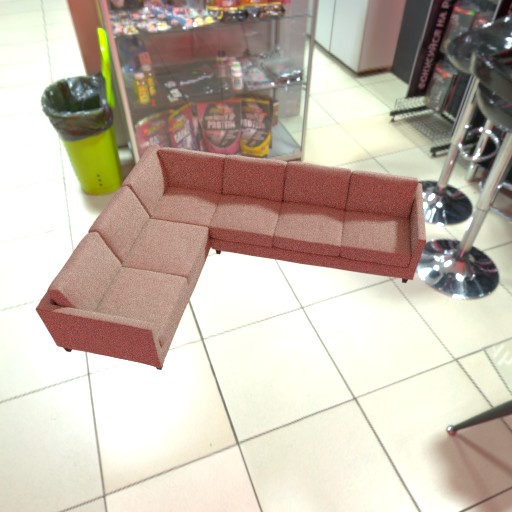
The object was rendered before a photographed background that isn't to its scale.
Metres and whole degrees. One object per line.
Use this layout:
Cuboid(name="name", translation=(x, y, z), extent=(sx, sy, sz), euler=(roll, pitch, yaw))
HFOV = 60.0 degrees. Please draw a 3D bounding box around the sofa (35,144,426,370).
Cuboid(name="sofa", translation=(0.000, 0.000, 4.373), extent=(3.182, 0.863, 2.432), euler=(9, 46, 8))
